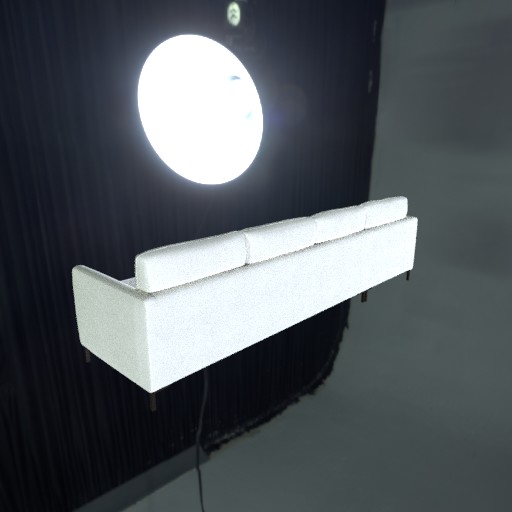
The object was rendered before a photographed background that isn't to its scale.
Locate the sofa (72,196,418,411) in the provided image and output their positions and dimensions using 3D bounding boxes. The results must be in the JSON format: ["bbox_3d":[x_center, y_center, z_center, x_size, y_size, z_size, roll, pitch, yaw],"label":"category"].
[{"bbox_3d":[0.000,0.000,3.857,1.467,0.875,3.186,15,22,42],"label":"sofa"}]
